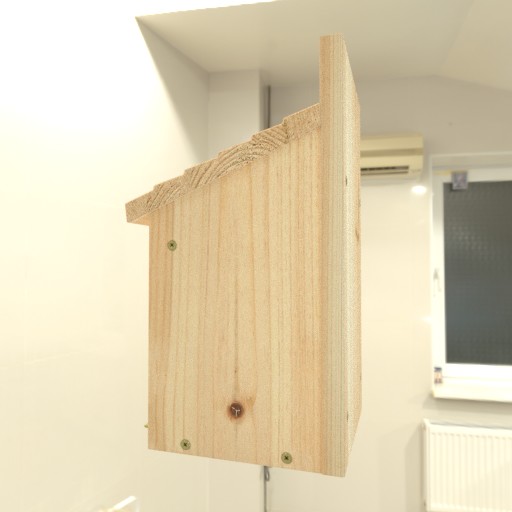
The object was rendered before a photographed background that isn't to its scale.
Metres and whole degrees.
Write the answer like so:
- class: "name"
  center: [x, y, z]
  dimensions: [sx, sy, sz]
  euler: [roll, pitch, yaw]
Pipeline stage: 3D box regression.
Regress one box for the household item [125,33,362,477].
- class: "household item"
  center: [0.000, 0.000, 0.393]
  dimensions: [0.171, 0.300, 0.149]
  euler: [0, -2, 18]
